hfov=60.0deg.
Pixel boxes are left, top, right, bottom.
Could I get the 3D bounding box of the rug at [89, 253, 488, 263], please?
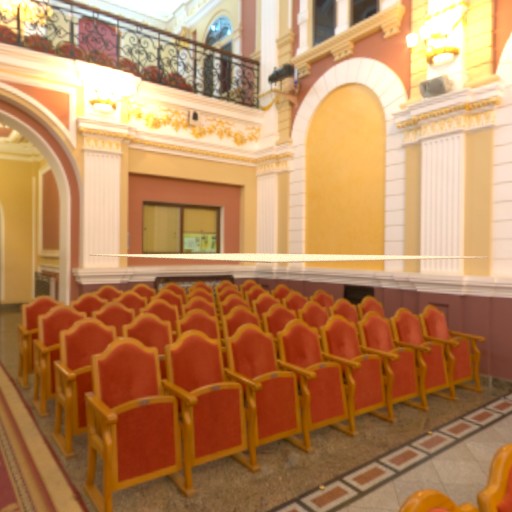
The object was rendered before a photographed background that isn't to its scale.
[{"bbox_3d":[0.000,0.000,2.926,1.523,0.006,2.289,-1,1,-36],"label":"rug"}]
